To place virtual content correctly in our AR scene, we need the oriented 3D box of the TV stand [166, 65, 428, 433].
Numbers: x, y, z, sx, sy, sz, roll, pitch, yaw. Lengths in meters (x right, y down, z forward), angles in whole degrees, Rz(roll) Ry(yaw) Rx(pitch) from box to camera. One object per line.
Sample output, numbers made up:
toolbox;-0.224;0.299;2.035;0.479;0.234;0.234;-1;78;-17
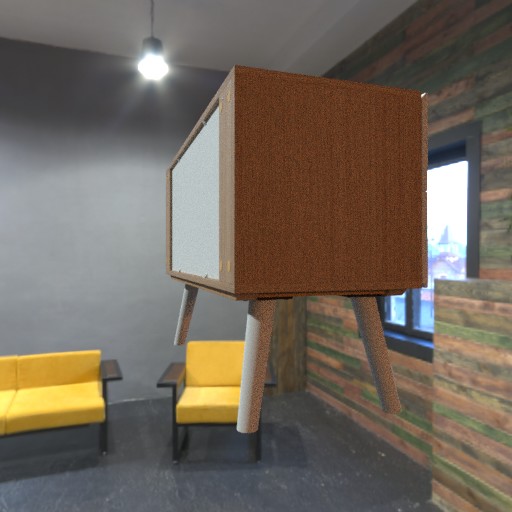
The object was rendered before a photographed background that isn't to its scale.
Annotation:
TV stand;0.000;0.000;1.303;0.407;0.660;0.991;0;0;-18
